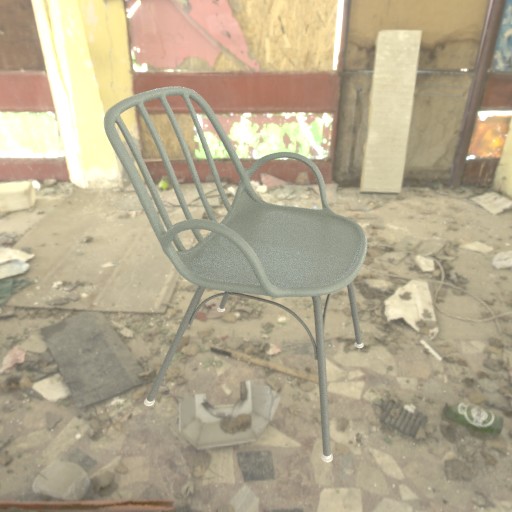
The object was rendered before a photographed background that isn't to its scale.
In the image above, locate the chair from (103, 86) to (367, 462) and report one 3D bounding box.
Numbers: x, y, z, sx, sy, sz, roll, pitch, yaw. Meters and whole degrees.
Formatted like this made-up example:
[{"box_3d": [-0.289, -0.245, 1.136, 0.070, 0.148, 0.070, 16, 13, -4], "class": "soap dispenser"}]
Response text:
[{"box_3d": [0.000, 0.000, 1.203, 0.597, 0.816, 0.549, 11, 31, 19], "class": "chair"}]
